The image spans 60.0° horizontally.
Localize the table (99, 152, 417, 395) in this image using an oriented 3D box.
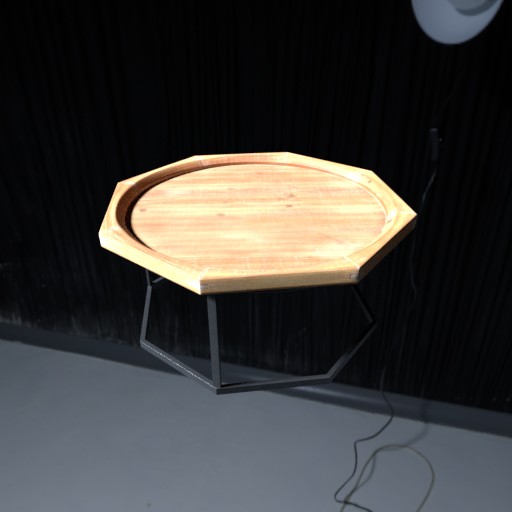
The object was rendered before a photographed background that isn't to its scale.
[{"bbox_3d":[0.000,0.000,1.551,1.002,0.444,1.002,0,30,0],"label":"table"}]
